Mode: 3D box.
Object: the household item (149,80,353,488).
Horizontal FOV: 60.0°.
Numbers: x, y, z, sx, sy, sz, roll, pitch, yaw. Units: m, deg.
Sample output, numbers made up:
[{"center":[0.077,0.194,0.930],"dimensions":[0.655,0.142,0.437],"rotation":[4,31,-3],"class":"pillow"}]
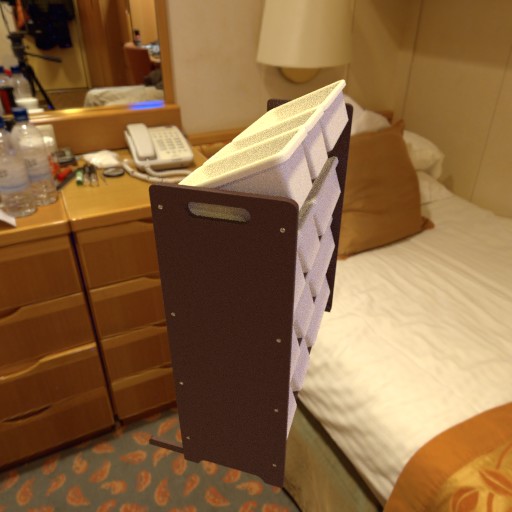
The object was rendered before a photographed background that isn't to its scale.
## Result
[{"center":[0.000,0.000,1.277],"dimensions":[0.389,0.864,0.787],"rotation":[9,32,15],"class":"household item"}]
